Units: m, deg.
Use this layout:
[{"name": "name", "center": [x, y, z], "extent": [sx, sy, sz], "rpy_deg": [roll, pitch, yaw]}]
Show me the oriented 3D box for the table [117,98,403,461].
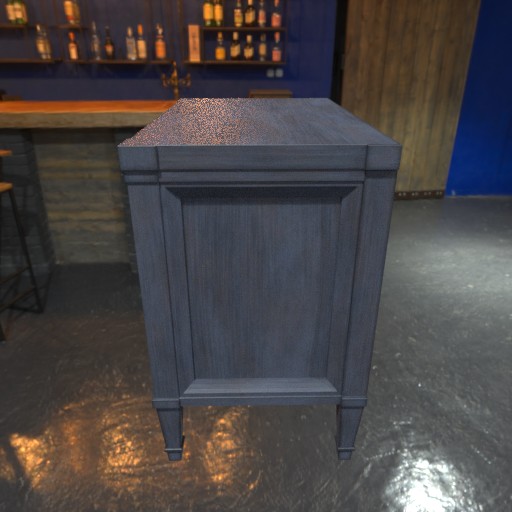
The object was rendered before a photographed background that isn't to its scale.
[{"name": "table", "center": [0.000, 0.000, 1.074], "extent": [0.413, 0.660, 0.660], "rpy_deg": [0, 25, -1]}]
